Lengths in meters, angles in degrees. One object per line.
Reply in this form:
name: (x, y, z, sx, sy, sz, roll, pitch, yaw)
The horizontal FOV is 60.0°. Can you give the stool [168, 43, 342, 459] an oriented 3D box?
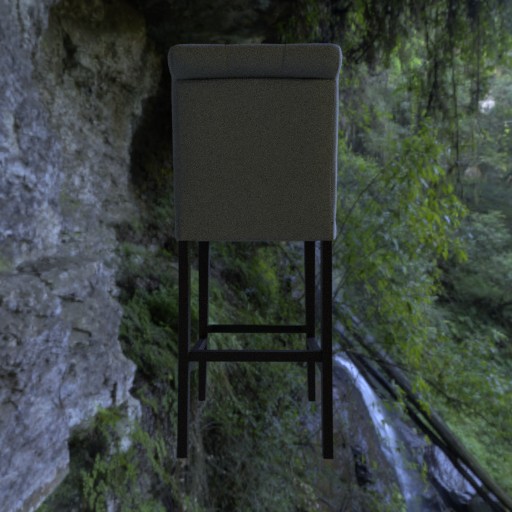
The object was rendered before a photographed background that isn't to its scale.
stool: (0.000, 0.000, 1.448, 0.493, 1.140, 0.601, 0, 1, 1)
